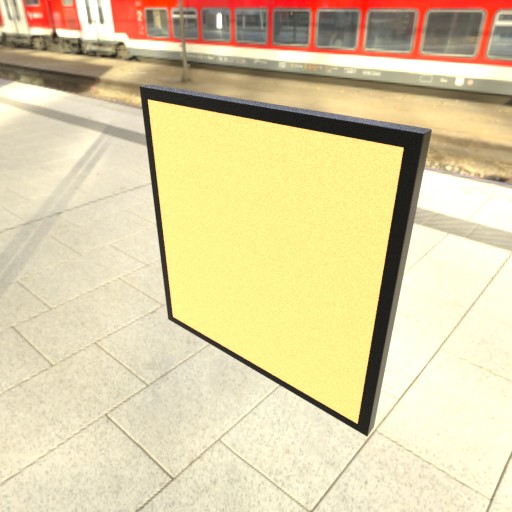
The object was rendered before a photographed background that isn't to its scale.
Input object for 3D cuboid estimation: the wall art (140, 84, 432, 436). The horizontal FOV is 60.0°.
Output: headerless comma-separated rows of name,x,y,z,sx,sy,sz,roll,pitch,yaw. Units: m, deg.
wall art,0.000,0.000,1.147,0.755,0.761,0.038,22,36,33
